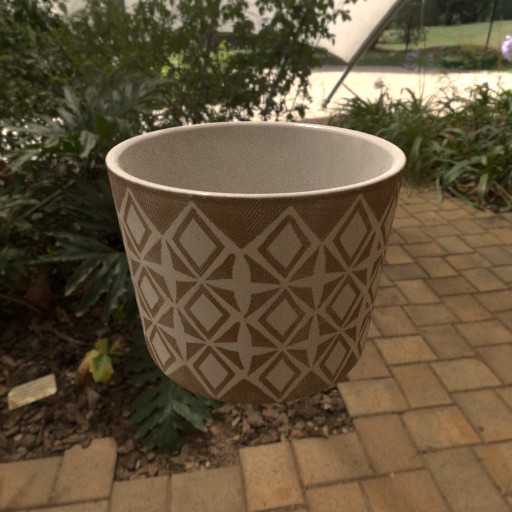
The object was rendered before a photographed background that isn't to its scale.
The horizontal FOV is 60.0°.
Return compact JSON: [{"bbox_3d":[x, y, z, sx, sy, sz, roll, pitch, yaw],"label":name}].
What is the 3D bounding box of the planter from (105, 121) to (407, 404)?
[{"bbox_3d":[0.000,0.000,0.450,0.260,0.220,0.260,0,27,0],"label":"planter"}]
